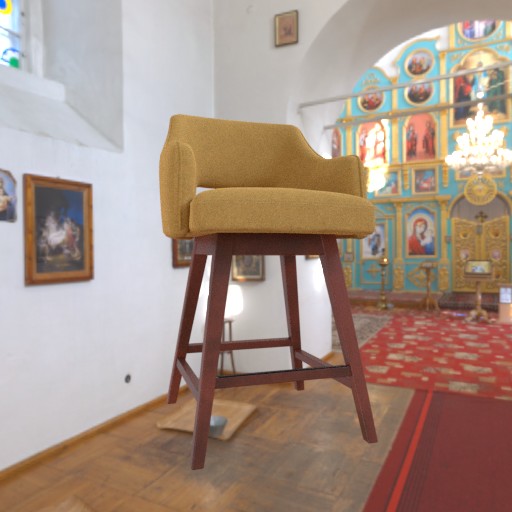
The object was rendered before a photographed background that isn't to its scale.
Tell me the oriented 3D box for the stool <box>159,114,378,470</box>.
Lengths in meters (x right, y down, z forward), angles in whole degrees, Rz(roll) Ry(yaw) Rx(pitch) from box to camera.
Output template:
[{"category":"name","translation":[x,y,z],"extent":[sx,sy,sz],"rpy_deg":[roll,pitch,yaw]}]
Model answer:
[{"category":"stool","translation":[0.000,0.000,1.280],"extent":[0.548,0.924,0.558],"rpy_deg":[0,0,-18]}]
